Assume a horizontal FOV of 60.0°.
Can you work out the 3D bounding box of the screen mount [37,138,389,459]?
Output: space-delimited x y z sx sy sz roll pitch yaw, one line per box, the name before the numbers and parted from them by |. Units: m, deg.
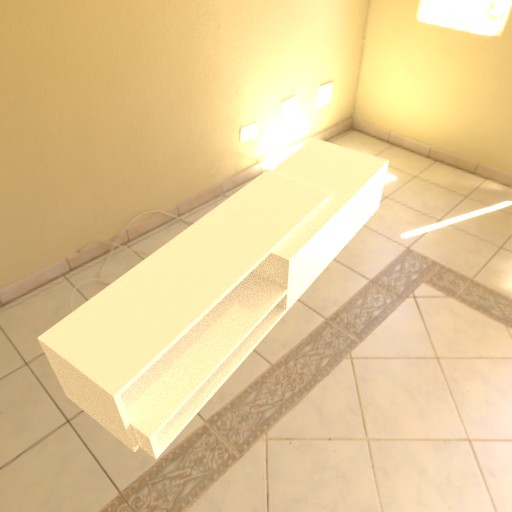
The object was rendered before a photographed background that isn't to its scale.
screen mount | 0.000 0.000 1.863 0.420 0.320 1.680 25 47 26
